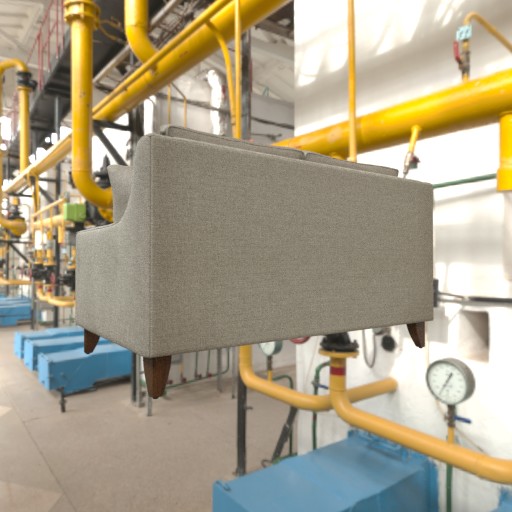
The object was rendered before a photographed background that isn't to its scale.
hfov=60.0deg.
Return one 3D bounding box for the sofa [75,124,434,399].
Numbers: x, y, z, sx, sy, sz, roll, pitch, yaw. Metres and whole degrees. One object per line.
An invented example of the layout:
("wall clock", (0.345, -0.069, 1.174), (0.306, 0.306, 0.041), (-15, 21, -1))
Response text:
("sofa", (0.000, 0.000, 2.035), (1.422, 0.863, 0.915), (1, -1, -36))
